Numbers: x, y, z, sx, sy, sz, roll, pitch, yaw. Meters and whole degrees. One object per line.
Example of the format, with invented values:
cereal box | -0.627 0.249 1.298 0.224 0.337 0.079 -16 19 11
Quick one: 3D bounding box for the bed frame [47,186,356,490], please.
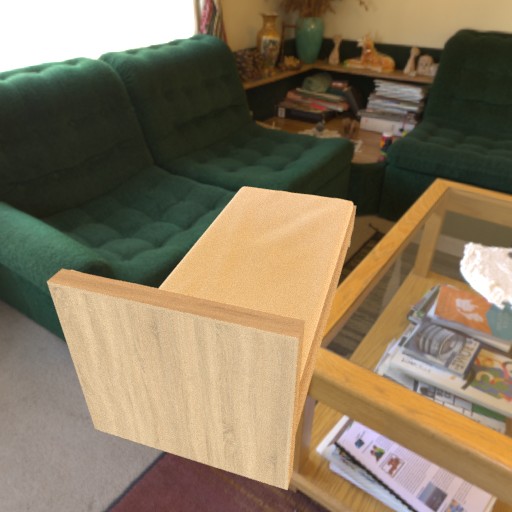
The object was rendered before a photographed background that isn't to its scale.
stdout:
bed frame | 0.000 0.000 2.673 0.990 0.920 2.140 10 35 15
